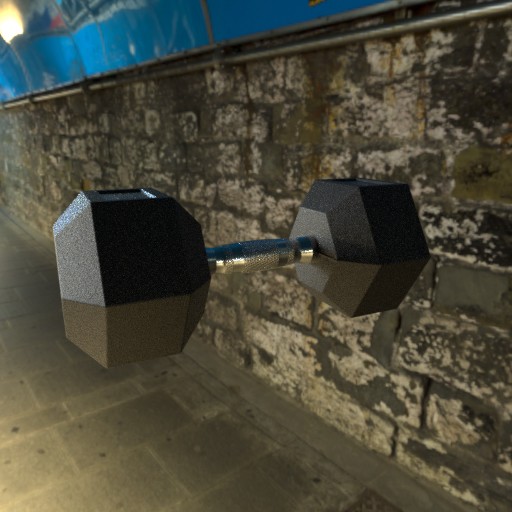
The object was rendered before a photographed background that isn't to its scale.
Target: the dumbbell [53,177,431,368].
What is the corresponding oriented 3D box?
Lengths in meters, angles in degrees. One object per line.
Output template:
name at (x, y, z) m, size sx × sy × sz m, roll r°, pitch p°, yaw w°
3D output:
dumbbell at (0.000, 0.000, 0.442) m, size 0.361 × 0.137 × 0.157 m, roll -7°, pitch 17°, yaw -24°
